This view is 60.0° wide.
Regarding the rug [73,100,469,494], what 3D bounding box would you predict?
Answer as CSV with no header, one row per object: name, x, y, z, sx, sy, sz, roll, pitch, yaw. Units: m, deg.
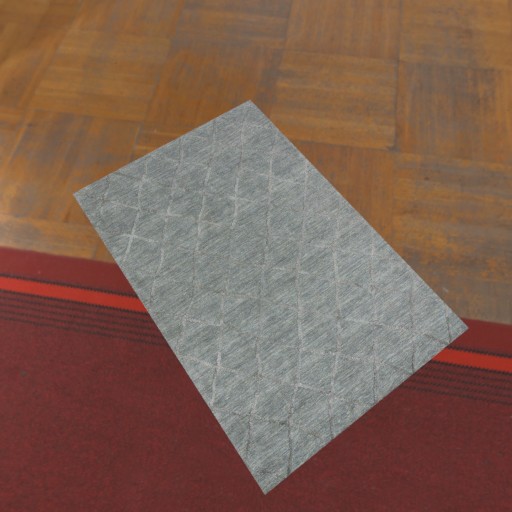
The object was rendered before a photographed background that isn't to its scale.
rug,0.000,0.000,2.888,1.521,0.006,2.283,-33,68,-15
